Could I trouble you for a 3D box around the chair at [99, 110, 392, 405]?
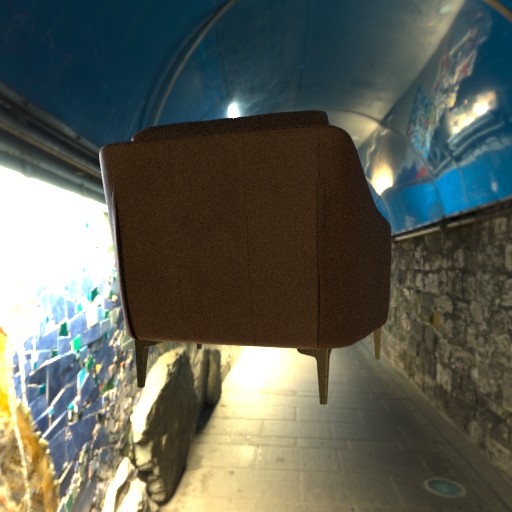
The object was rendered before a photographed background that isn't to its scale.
[{"bbox_3d":[0.000,0.000,1.704,0.988,0.895,0.963,-1,-2,18],"label":"chair"}]
